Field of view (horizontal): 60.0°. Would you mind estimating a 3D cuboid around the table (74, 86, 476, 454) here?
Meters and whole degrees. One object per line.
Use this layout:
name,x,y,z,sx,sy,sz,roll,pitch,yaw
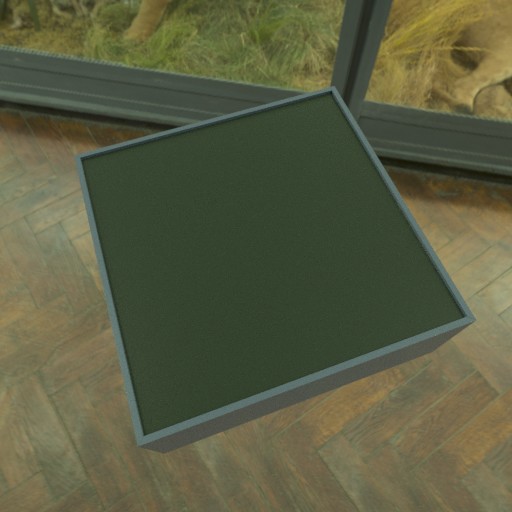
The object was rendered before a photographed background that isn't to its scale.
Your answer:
table,0.000,0.000,1.272,0.801,0.299,0.801,-18,65,-9
